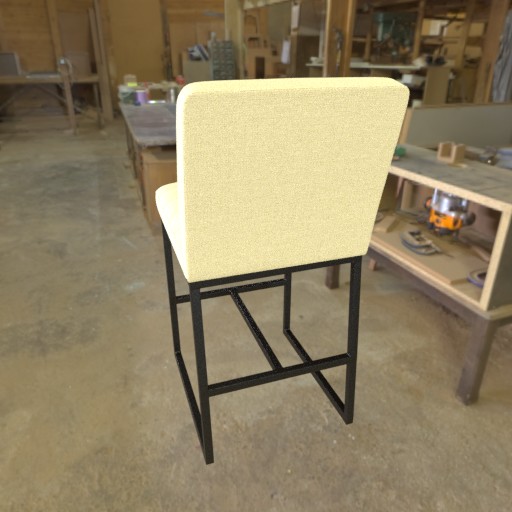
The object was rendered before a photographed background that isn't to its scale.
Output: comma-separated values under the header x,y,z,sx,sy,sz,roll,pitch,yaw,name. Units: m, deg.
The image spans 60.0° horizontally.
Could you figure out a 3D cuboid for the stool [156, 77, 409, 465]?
x,y,z,sx,sy,sz,roll,pitch,yaw,name
0.000,0.000,1.225,0.460,0.940,0.560,-8,26,-17,stool
